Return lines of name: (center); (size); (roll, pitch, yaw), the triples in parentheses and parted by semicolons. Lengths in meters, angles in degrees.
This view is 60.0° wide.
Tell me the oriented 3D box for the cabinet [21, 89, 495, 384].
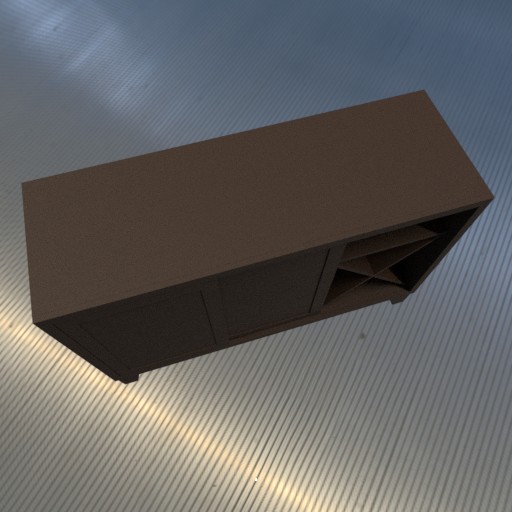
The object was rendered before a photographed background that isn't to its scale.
cabinet: (0.000, 0.000, 1.789); (1.396, 0.914, 0.482); (-15, 64, -8)
